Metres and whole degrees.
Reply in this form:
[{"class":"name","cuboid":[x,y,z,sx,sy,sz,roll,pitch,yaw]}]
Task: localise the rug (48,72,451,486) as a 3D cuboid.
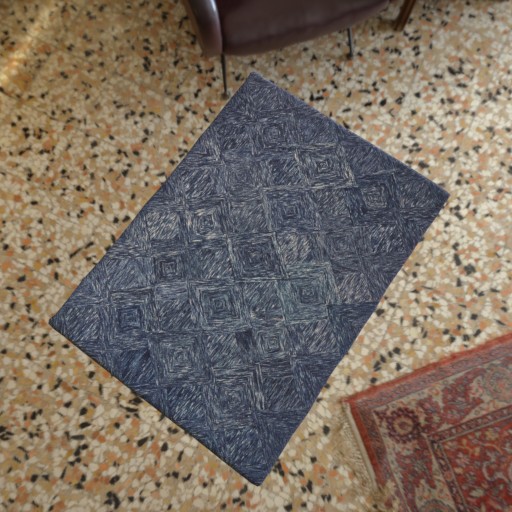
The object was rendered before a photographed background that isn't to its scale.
[{"class":"rug","cuboid":[0.000,0.000,4.176,2.385,0.024,3.245,35,79,8]}]
